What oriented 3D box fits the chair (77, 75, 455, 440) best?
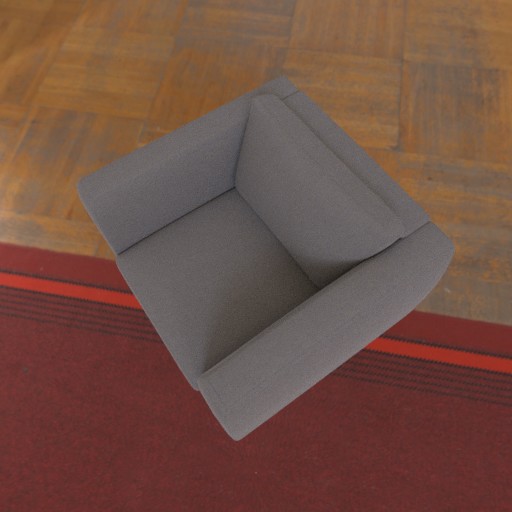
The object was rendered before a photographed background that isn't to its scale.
[{"bbox_3d":[0.000,0.000,1.723,0.930,0.860,1.000,-32,68,-15],"label":"chair"}]
